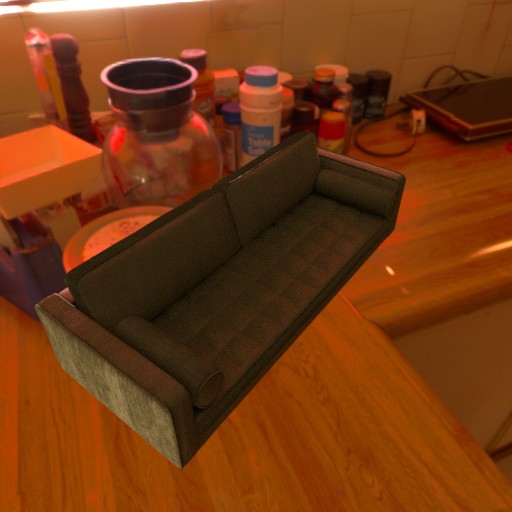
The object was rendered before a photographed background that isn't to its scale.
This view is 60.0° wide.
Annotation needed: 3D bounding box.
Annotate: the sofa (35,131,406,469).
[{"bbox_3d":[0.000,0.000,2.606,0.918,0.769,2.199,26,46,28],"label":"sofa"}]
